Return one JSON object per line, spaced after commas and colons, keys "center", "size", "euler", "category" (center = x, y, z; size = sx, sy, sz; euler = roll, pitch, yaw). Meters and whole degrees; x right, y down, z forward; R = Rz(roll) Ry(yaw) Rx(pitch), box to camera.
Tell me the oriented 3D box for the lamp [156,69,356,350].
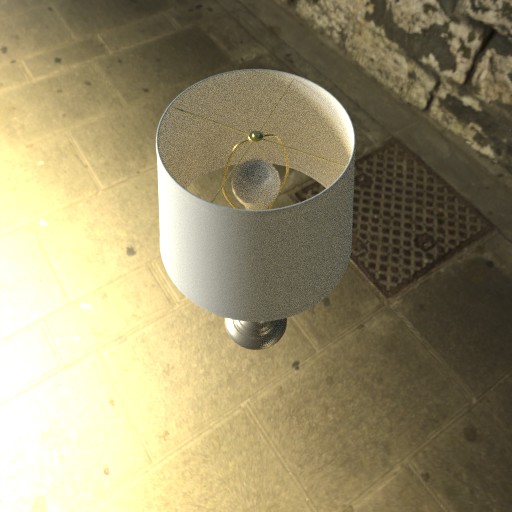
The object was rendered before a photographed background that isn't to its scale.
{"center": [0.000, 0.000, 0.828], "size": [0.328, 0.612, 0.328], "euler": [0, 59, 0], "category": "lamp"}
